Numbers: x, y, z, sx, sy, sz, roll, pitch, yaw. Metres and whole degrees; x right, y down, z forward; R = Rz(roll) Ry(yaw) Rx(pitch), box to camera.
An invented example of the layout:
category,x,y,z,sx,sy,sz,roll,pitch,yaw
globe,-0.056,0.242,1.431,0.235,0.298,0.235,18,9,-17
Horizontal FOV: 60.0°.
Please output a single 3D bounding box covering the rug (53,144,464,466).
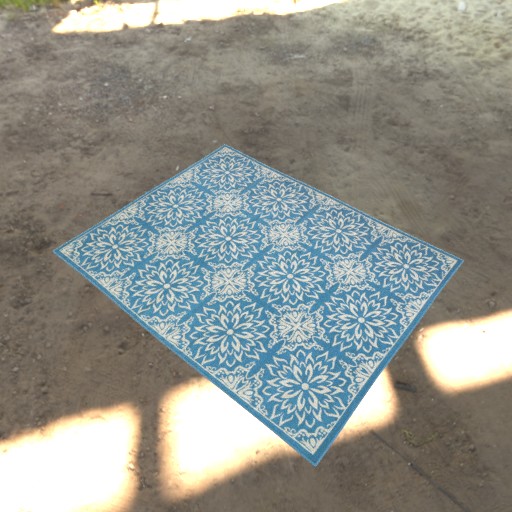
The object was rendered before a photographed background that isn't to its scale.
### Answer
category,x,y,z,sx,sy,sz,roll,pitch,yaw
rug,0.000,0.000,4.067,2.964,0.018,2.350,32,54,26
